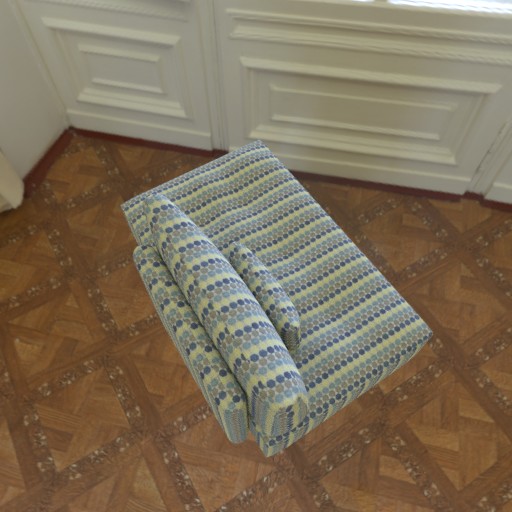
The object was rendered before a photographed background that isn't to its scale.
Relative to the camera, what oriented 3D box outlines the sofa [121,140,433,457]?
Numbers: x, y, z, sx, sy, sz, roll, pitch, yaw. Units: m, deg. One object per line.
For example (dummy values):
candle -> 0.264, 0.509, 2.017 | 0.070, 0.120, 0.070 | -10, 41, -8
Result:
sofa -> 0.000, 0.000, 2.048 | 1.000, 0.820, 1.450 | -29, 63, -16
